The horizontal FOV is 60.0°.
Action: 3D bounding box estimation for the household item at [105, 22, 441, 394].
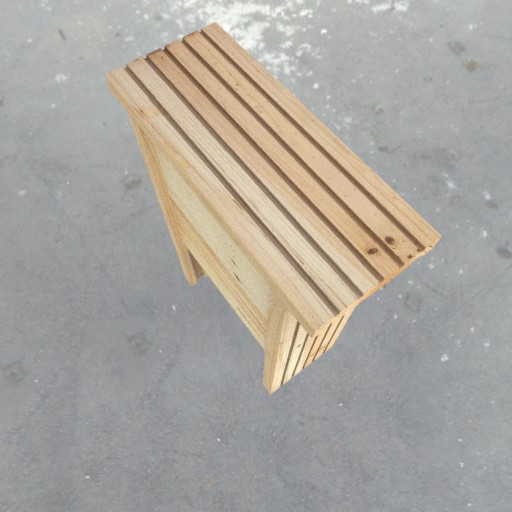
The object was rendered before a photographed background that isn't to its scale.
[{"bbox_3d":[0.000,0.000,0.549,0.123,0.407,0.301,-33,68,-15],"label":"household item"}]
